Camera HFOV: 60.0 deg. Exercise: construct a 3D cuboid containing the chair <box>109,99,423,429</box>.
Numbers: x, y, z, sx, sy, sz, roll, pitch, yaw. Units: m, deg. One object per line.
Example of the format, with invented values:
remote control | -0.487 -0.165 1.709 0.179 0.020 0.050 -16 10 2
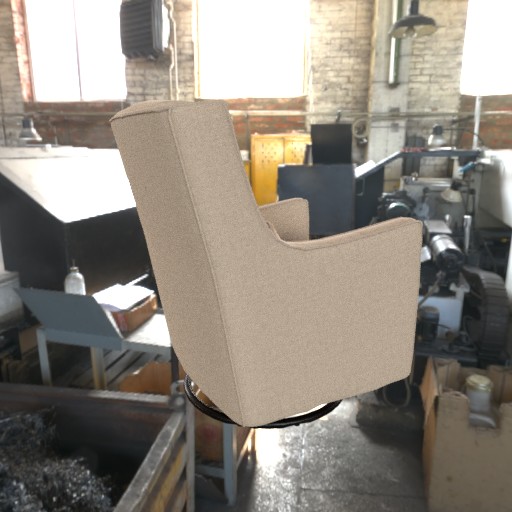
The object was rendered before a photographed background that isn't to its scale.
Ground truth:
chair | 0.000 0.000 1.554 0.879 0.993 0.732 -7 16 -27
